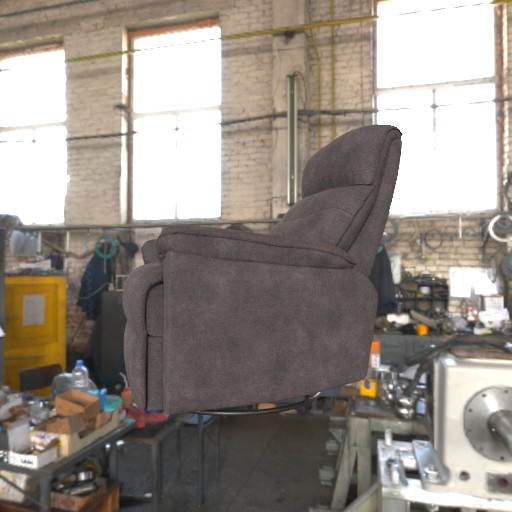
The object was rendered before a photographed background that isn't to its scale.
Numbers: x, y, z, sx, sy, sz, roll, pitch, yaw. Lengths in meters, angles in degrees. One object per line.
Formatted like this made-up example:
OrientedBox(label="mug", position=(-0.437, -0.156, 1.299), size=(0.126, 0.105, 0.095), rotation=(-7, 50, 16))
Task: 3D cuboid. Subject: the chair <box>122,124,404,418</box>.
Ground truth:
OrientedBox(label="chair", position=(0.000, 0.000, 1.754), size=(1.009, 1.035, 0.830), rotation=(0, -1, -18))
